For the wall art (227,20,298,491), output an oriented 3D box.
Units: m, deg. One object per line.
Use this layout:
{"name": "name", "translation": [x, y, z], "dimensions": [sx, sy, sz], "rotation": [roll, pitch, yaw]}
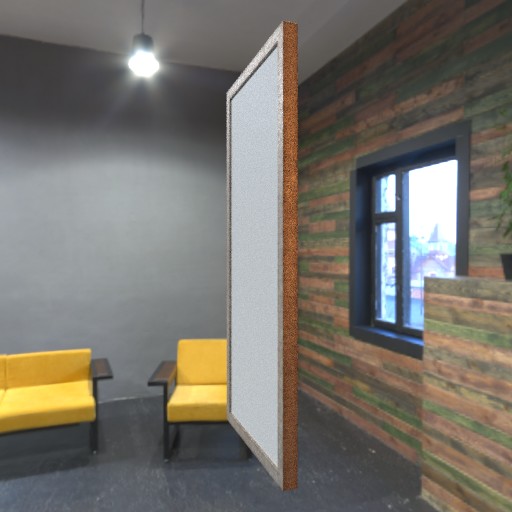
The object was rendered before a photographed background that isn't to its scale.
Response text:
{"name": "wall art", "translation": [0.000, 0.000, 1.688], "dimensions": [0.051, 1.461, 0.648], "rotation": [0, 0, -19]}
